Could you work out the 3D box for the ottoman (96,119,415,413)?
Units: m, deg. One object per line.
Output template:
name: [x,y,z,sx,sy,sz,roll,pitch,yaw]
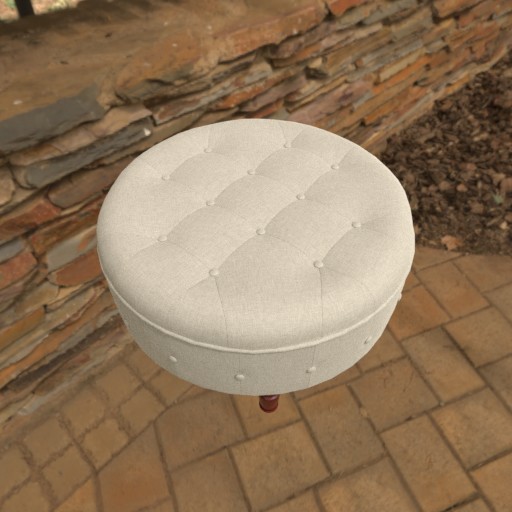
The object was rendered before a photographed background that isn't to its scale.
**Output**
ottoman: [0.000,0.000,1.337,0.850,0.483,0.850,0,48,0]
